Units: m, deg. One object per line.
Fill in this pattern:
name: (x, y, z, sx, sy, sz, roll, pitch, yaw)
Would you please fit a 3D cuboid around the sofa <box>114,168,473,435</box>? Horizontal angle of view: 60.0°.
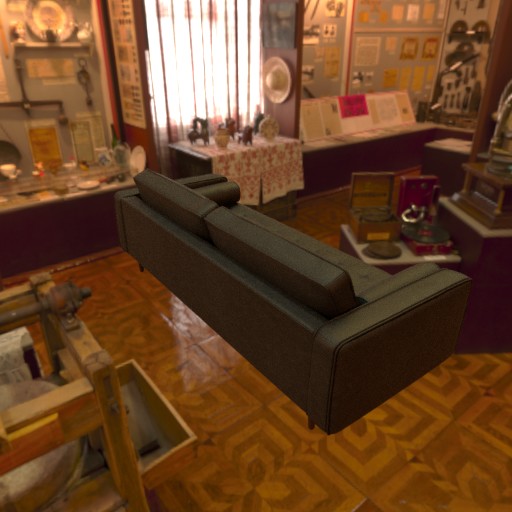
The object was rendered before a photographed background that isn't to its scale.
sofa: (0.000, 0.000, 2.645, 0.914, 0.762, 2.210, -18, 31, -32)
